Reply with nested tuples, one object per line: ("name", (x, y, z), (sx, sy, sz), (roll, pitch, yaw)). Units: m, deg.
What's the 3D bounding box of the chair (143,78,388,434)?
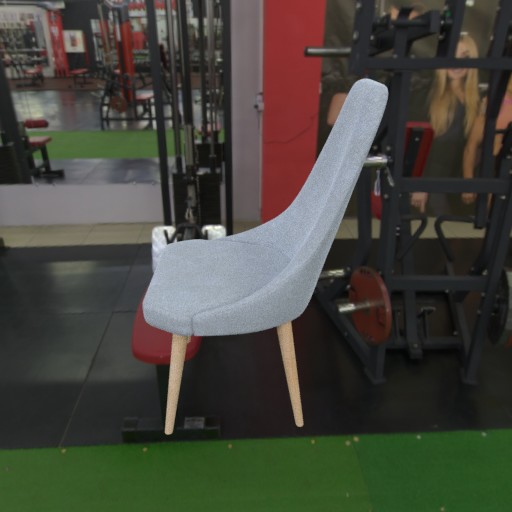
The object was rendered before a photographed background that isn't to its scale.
("chair", (0.000, 0.000, 1.410), (0.660, 1.040, 0.510), (0, 27, -1))
